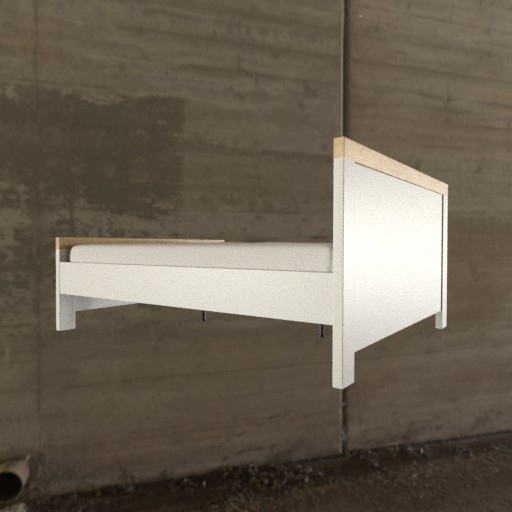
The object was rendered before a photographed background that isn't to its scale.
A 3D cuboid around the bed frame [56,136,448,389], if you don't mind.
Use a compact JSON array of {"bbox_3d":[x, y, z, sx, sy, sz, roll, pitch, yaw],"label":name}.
[{"bbox_3d":[0.000,0.000,2.987,2.050,0.980,1.670,1,2,36],"label":"bed frame"}]
